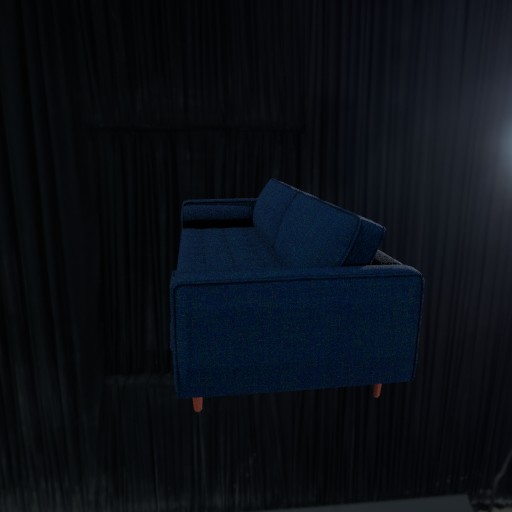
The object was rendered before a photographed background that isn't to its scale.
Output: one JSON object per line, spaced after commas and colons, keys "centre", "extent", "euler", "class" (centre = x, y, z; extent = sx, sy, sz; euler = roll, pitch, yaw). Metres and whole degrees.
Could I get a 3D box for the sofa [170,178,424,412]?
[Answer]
{"centre": [0.000, 0.000, 2.599], "extent": [0.914, 0.762, 2.210], "euler": [-2, 14, -8], "class": "sofa"}
